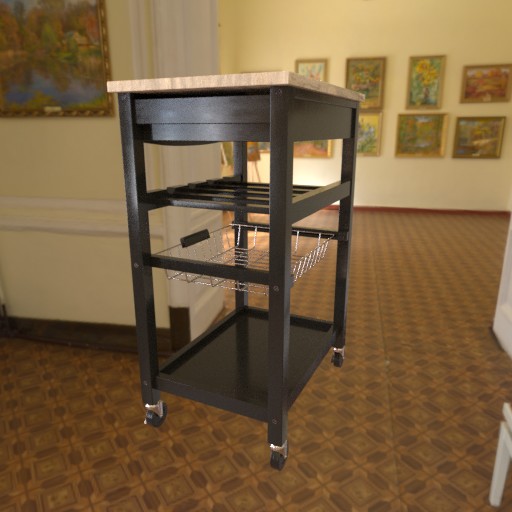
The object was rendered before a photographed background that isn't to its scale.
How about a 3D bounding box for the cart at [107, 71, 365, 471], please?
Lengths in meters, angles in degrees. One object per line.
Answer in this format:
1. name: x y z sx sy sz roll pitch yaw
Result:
1. cart: 0.000 0.000 1.187 0.403 0.839 0.584 8 18 25
